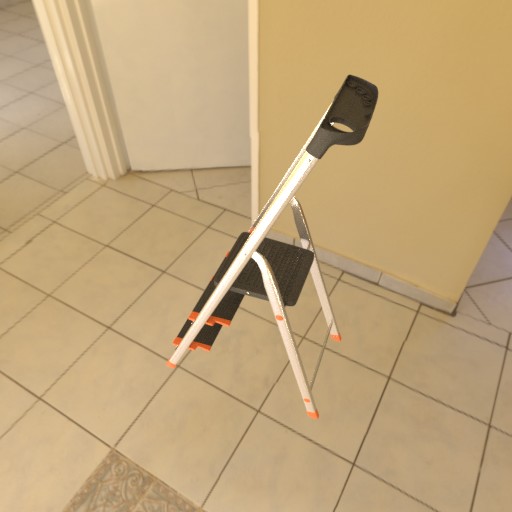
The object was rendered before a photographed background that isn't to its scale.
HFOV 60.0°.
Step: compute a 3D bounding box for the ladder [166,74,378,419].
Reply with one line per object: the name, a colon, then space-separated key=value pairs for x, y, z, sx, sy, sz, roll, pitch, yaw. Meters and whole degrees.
ladder: x=0.000 y=0.000 z=1.550 sx=0.686 sy=1.229 sz=0.416 roll=15 pitch=48 yaw=14
